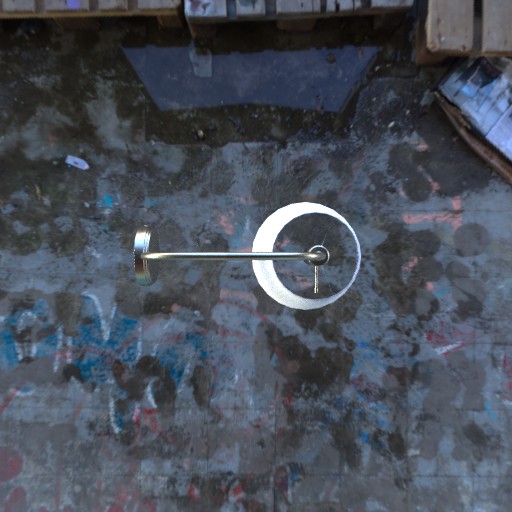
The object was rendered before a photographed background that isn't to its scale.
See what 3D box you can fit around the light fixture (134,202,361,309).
[{"bbox_3d":[0.000,0.000,0.459,0.176,0.399,0.092,0,90,-1],"label":"light fixture"}]
